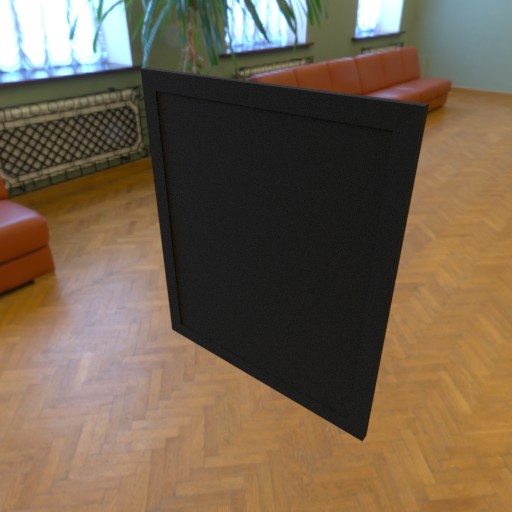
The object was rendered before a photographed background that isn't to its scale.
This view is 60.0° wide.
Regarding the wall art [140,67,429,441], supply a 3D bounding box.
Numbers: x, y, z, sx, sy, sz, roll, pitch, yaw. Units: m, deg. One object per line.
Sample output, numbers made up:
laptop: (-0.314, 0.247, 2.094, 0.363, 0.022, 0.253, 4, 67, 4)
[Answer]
wall art: (0.000, 0.000, 0.490, 0.311, 0.361, 0.010, 22, 37, 33)
